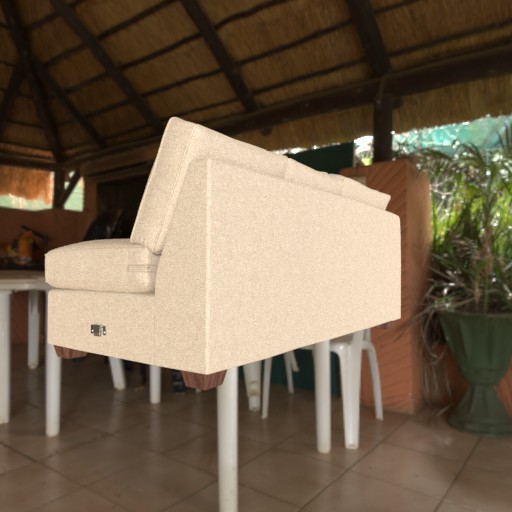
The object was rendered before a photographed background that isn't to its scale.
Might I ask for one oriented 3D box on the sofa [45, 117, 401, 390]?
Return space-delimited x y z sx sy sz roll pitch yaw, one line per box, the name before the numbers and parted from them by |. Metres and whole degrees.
sofa | 0.000 0.000 2.514 1.034 0.946 1.962 -1 -2 36
